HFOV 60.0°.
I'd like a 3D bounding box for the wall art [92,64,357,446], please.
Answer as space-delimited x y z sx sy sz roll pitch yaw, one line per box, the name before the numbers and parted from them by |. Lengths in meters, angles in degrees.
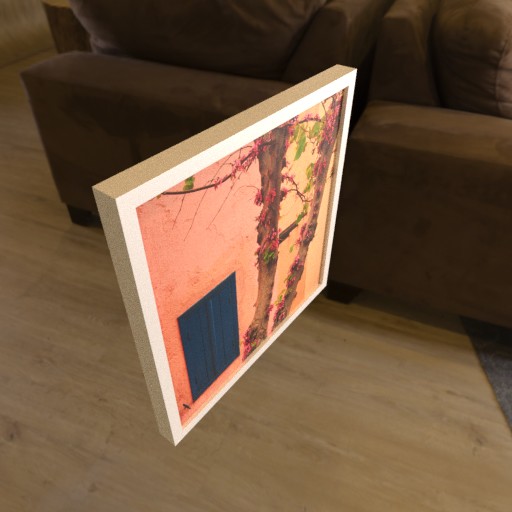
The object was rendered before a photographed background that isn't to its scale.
wall art | 0.000 0.000 0.768 0.038 0.508 0.507 27 47 28
